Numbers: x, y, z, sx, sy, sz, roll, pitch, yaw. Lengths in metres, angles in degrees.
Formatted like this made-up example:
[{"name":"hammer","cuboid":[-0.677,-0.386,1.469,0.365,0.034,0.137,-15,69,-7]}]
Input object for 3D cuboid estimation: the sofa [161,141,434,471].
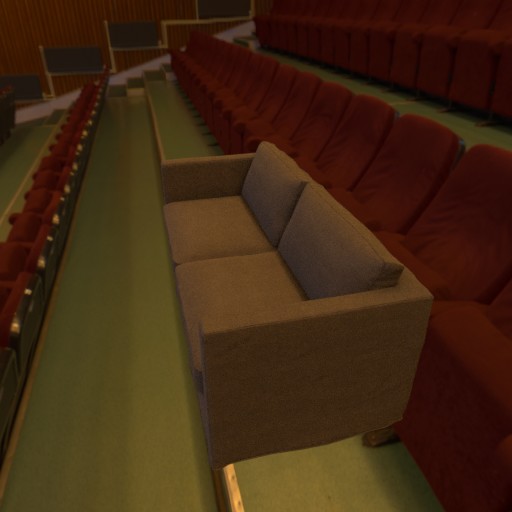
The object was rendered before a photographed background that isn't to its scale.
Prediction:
[{"name":"sofa","cuboid":[0.000,0.000,2.569,0.953,0.855,1.982,-8,31,-13]}]
